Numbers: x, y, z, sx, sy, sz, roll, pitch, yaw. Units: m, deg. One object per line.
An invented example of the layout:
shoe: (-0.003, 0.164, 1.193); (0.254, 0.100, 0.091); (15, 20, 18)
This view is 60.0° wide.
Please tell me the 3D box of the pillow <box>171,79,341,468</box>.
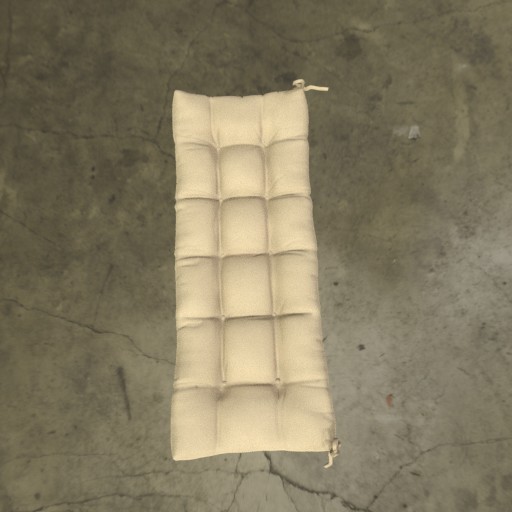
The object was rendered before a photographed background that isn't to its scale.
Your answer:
pillow: (0.000, 0.000, 1.333); (0.511, 0.174, 1.194); (-3, 75, -1)
